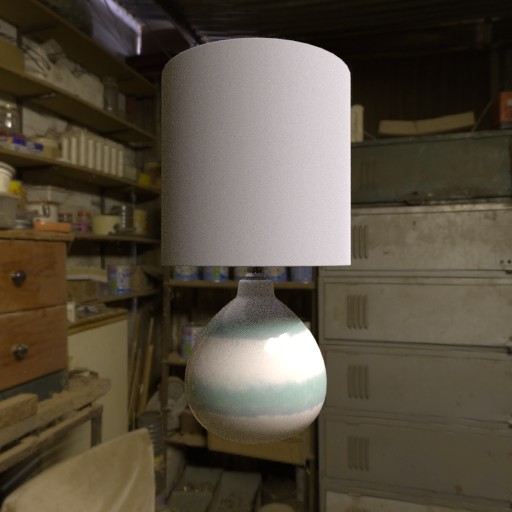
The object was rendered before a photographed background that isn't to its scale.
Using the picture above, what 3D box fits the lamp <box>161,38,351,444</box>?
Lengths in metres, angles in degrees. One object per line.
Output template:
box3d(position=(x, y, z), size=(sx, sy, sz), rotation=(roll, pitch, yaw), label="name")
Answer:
box3d(position=(0.000, 0.000, 0.518), size=(0.217, 0.404, 0.217), rotation=(0, 0, 18), label="lamp")
